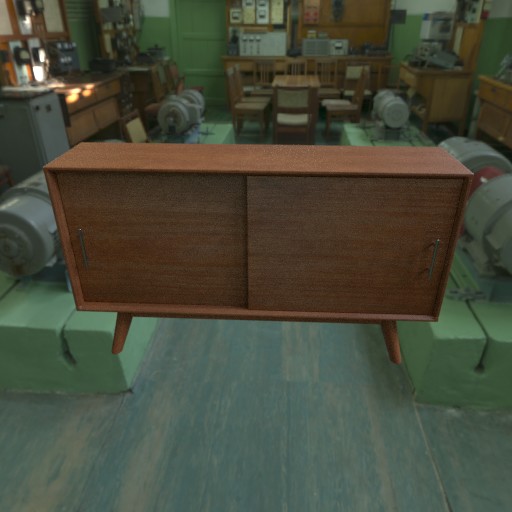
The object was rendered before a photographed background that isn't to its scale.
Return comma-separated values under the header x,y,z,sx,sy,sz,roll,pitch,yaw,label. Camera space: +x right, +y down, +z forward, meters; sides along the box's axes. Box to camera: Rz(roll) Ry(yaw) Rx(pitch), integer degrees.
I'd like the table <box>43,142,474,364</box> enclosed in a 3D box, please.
x,y,z,sx,sy,sz,roll,pitch,yaw,label
0.000,0.000,1.535,1.220,0.698,0.308,1,29,3,table
